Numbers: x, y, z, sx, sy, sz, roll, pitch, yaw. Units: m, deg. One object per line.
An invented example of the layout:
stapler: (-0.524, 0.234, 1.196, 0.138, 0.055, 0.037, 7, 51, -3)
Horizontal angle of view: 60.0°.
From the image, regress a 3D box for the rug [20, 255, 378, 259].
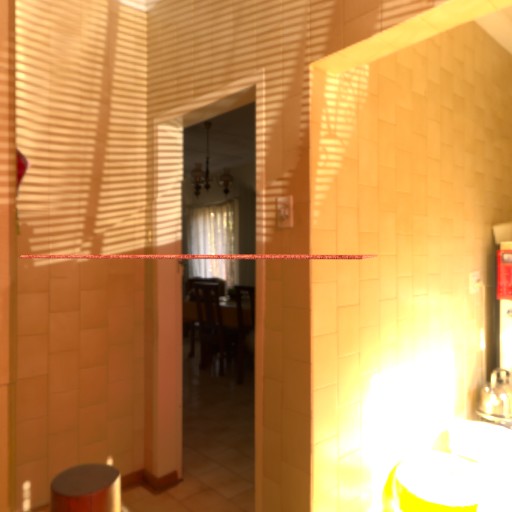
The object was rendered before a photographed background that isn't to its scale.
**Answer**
rug: (0.000, 0.000, 2.968, 1.524, 0.015, 2.438, 0, 0, 17)
